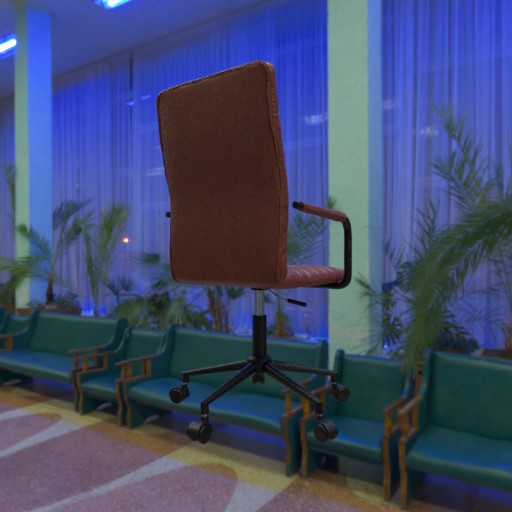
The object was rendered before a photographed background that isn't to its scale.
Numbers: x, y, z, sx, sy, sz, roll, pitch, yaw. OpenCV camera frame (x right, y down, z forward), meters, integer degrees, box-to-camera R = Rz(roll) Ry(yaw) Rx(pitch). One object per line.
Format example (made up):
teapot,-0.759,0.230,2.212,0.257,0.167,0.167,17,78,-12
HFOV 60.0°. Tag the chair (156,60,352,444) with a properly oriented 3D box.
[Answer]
chair,0.000,0.000,1.380,0.608,0.979,0.580,0,0,36
